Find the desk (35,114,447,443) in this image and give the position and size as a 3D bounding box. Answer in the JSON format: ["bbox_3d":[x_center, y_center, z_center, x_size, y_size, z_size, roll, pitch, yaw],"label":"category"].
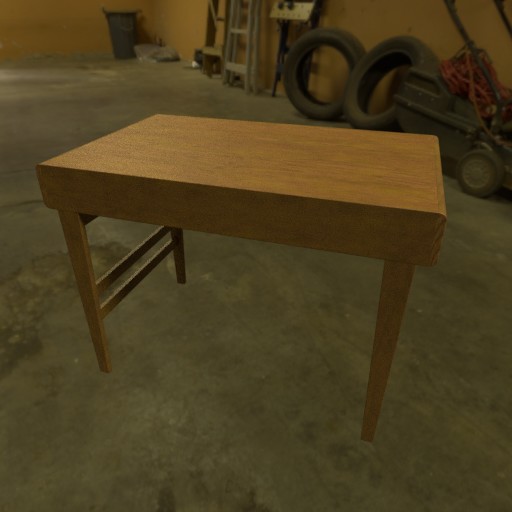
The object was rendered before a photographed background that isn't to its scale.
[{"bbox_3d":[0.000,0.000,1.533,1.066,0.754,0.660,9,31,16],"label":"desk"}]
